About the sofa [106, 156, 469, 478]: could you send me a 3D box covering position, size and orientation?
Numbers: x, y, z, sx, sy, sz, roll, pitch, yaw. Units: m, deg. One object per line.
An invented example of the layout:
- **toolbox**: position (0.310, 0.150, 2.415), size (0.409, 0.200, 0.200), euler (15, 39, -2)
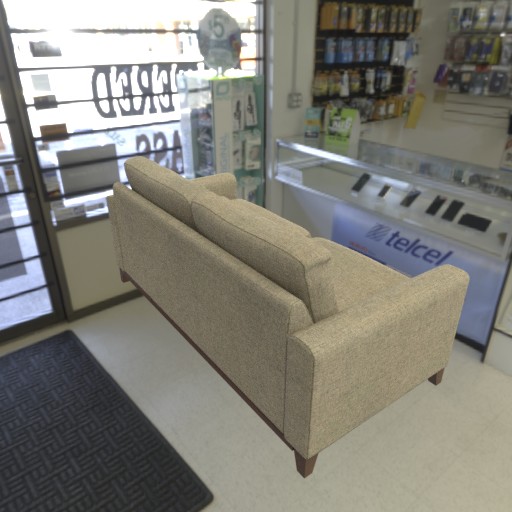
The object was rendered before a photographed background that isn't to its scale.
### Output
- **sofa**: position (0.000, 0.000, 2.472), size (0.969, 0.892, 1.978), euler (-18, 32, -32)
